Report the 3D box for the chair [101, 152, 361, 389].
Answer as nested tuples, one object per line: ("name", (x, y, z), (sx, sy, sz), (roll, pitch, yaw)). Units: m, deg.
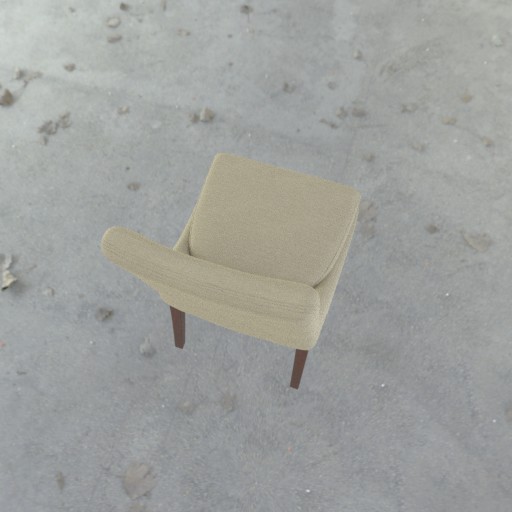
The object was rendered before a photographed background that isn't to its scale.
("chair", (0.000, 0.000, 1.314), (0.515, 0.940, 0.638), (17, 64, 9))
